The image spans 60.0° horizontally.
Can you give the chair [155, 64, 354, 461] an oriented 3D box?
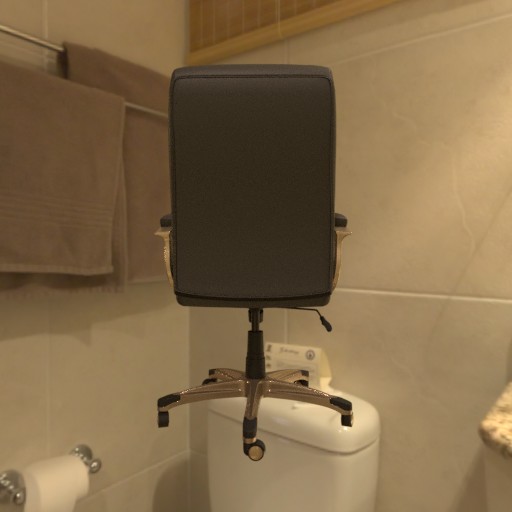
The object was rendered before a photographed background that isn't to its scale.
[{"bbox_3d":[0.000,0.000,1.657,0.694,1.188,0.748,0,1,1],"label":"chair"}]
